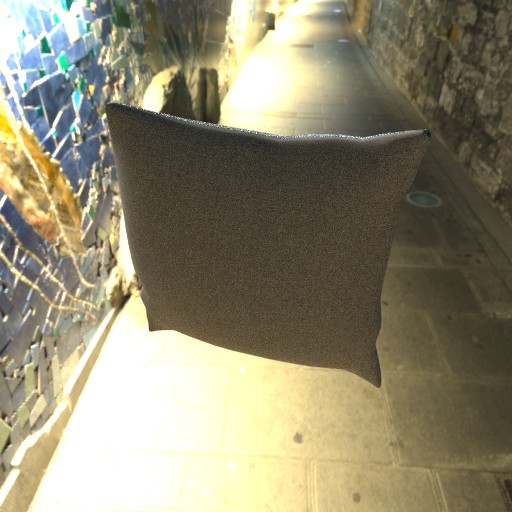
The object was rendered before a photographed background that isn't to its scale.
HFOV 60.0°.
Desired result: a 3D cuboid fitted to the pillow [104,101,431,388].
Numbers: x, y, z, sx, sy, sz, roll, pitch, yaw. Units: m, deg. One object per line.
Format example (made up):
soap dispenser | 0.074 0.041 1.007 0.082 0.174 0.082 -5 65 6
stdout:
pillow | 0.000 0.000 0.790 0.508 0.498 0.215 10 34 15
